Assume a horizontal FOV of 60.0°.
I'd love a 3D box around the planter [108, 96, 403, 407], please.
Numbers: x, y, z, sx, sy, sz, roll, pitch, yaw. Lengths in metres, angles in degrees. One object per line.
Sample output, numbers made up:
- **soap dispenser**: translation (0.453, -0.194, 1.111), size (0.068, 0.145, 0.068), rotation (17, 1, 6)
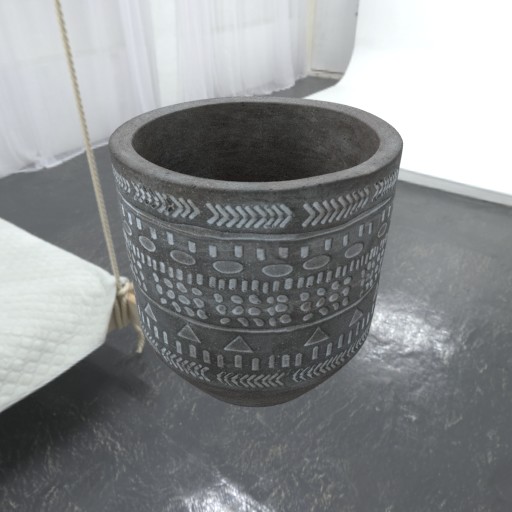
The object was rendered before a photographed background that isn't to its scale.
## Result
- **planter**: translation (0.000, 0.000, 0.259), size (0.142, 0.149, 0.142), rotation (0, 33, 0)
